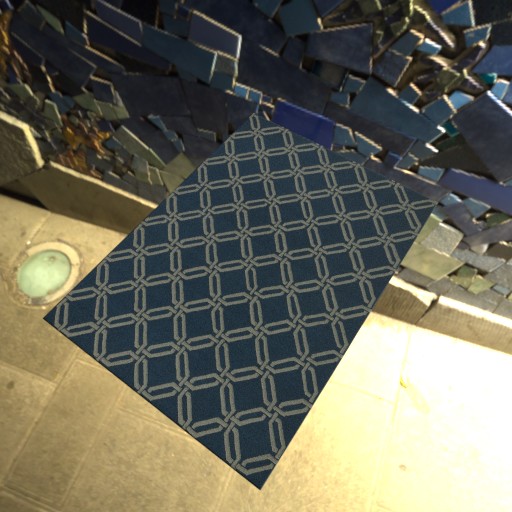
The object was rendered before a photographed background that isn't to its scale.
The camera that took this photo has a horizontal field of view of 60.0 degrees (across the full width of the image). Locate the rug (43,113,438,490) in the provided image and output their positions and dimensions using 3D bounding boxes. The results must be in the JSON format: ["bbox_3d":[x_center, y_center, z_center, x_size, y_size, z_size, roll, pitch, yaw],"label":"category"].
[{"bbox_3d":[0.000,0.000,4.405,2.432,0.018,3.342,31,64,17],"label":"rug"}]
